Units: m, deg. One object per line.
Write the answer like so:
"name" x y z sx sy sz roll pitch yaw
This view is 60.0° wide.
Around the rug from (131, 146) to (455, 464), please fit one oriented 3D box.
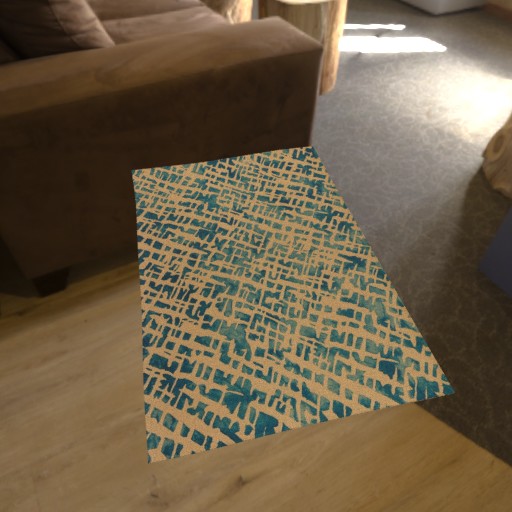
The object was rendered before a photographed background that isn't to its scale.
"rug" 0.000 0.000 2.291 1.209 0.011 1.830 -9 47 -9
